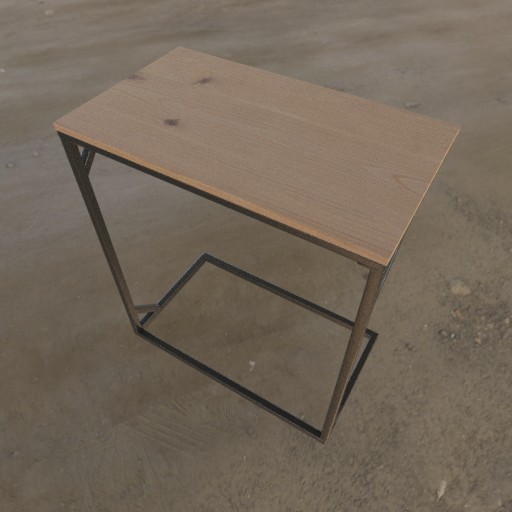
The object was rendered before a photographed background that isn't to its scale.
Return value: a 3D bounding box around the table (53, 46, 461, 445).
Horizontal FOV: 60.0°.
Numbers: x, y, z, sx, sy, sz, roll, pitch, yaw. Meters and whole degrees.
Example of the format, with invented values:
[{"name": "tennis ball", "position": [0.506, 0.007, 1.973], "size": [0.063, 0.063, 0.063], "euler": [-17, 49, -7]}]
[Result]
[{"name": "table", "position": [0.000, 0.000, 1.003], "size": [0.597, 0.673, 0.351], "euler": [24, 53, 20]}]
